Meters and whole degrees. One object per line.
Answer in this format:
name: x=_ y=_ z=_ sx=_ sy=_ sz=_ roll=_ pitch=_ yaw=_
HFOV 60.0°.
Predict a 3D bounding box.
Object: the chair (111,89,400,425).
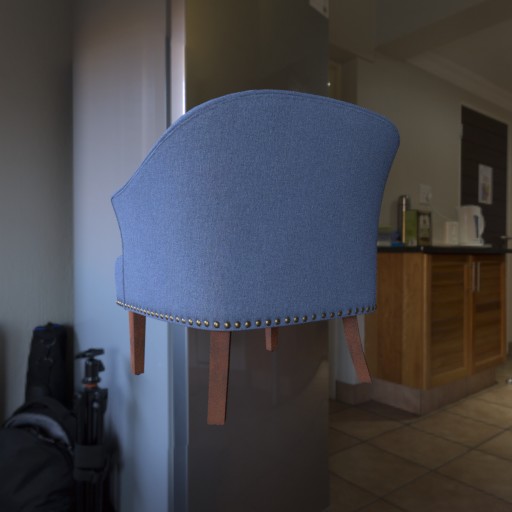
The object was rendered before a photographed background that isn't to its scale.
chair: x=0.000 y=0.000 z=1.417 sx=0.798 sy=0.815 sz=0.704 roll=-1 pitch=2 yaw=-36
